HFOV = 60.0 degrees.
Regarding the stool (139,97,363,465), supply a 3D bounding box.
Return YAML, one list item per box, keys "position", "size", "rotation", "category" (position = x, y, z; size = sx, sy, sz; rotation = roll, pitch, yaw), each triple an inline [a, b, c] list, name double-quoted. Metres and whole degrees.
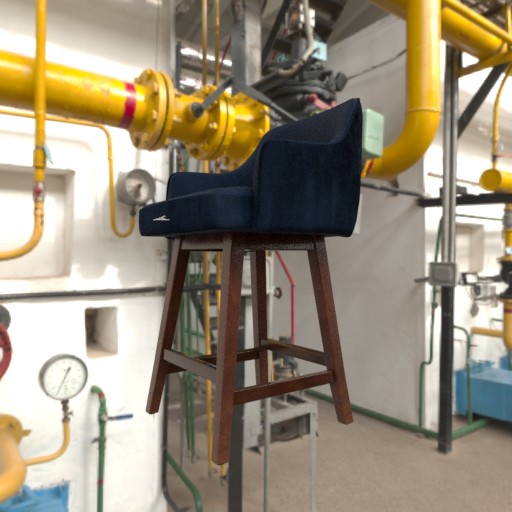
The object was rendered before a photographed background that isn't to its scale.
- position: [0.000, 0.000, 1.306]
  size: [0.560, 0.940, 0.550]
  rotation: [0, 0, -36]
  category: "stool"
